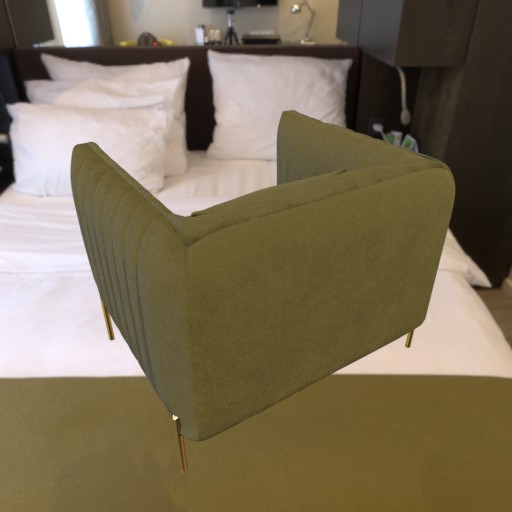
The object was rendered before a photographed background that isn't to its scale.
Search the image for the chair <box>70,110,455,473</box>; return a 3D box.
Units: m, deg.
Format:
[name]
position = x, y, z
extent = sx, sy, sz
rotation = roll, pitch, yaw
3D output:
[chair]
position = 0.000, 0.000, 1.604
extent = 1.032, 0.794, 0.877
rotation = -19, 36, -28
